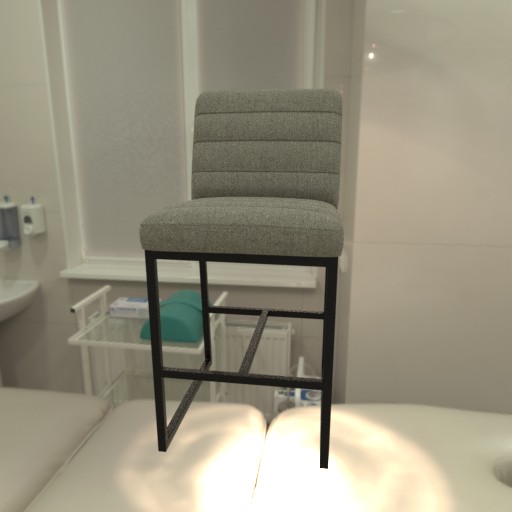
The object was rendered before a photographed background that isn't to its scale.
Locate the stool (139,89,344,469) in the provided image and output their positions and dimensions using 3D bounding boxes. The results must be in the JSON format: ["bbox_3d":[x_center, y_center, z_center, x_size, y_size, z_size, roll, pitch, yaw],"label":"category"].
[{"bbox_3d":[0.000,0.000,1.252,0.460,0.940,0.560,2,14,8],"label":"stool"}]
